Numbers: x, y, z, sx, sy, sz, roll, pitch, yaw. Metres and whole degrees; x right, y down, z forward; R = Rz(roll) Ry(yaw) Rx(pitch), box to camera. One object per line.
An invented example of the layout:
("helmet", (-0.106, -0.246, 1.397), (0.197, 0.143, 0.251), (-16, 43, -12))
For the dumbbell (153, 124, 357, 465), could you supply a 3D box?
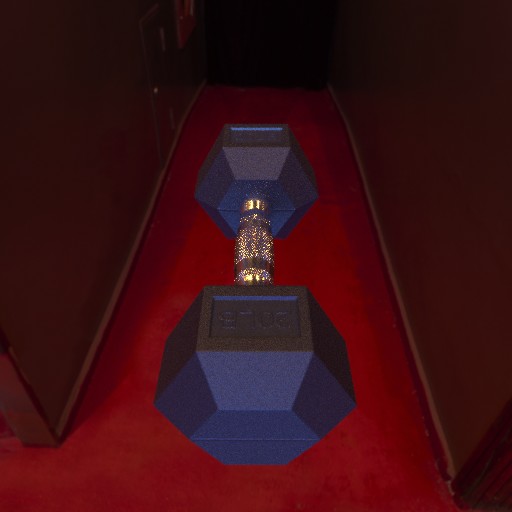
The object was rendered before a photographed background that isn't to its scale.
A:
("dumbbell", (0.000, 0.000, 0.318), (0.106, 0.092, 0.272), (0, 41, 0))
